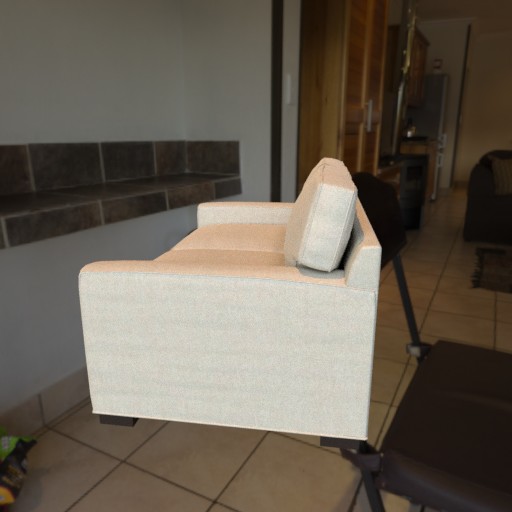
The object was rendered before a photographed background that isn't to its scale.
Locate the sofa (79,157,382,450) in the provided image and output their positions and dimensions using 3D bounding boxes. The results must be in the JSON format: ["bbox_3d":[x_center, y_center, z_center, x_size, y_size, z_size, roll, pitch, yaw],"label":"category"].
[{"bbox_3d":[0.000,0.000,2.061,0.942,0.853,1.484,2,15,9],"label":"sofa"}]
